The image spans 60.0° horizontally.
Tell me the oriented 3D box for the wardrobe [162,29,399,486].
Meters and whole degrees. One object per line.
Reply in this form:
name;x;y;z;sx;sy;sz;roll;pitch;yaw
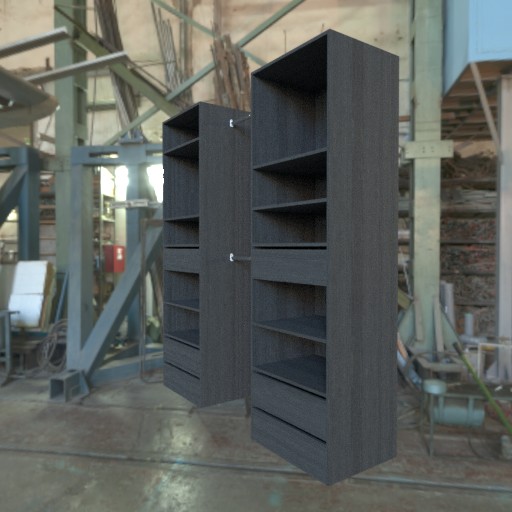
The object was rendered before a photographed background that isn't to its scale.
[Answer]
wardrobe;0.000;0.000;2.795;0.480;2.000;1.770;-1;1;-36
